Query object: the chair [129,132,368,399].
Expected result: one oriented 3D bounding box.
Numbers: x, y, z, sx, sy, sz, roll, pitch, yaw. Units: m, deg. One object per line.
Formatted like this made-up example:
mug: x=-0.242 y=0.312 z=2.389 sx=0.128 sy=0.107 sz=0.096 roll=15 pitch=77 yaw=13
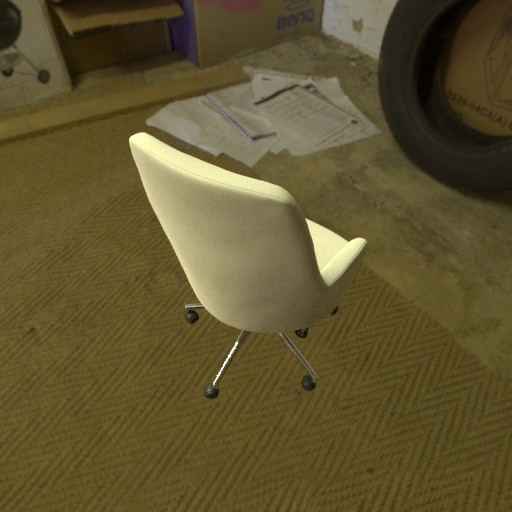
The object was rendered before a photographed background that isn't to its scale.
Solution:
chair: x=0.000 y=0.000 z=1.452 sx=0.620 sy=1.049 sz=0.640 roll=25 pitch=53 yaw=21
